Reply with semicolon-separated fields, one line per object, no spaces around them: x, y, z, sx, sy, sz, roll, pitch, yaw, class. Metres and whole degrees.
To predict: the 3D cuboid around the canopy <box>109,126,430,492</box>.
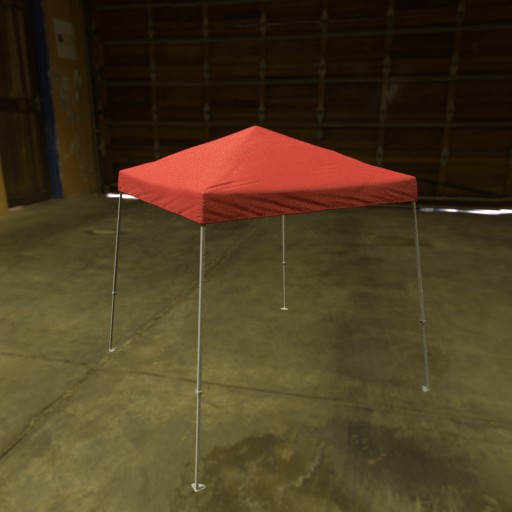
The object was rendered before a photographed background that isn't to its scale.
0.000;0.000;5.053;2.849;2.849;2.848;-9;18;-30;canopy
